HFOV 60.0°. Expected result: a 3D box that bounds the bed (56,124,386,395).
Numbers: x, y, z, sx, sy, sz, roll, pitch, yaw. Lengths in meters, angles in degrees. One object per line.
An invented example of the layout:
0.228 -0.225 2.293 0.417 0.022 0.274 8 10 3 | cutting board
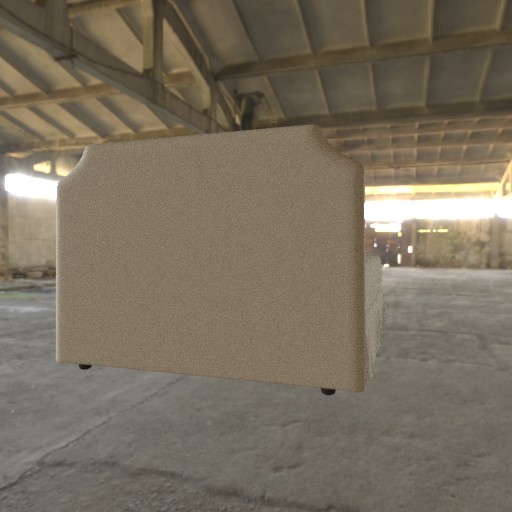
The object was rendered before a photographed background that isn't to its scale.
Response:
0.000 0.000 3.899 2.134 1.524 2.548 0 1 18 | bed
